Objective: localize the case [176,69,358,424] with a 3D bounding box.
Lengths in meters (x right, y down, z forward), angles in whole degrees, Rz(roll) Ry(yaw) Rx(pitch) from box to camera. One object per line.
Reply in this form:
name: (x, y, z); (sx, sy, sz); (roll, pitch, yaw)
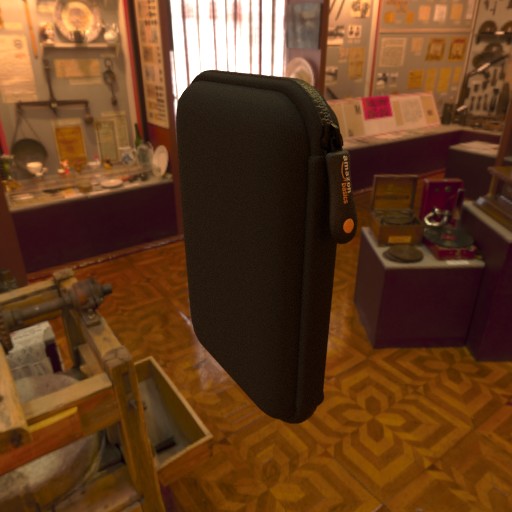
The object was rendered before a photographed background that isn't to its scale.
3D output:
case: (0.000, 0.000, 0.194); (0.030, 0.147, 0.107); (-16, 30, -30)
